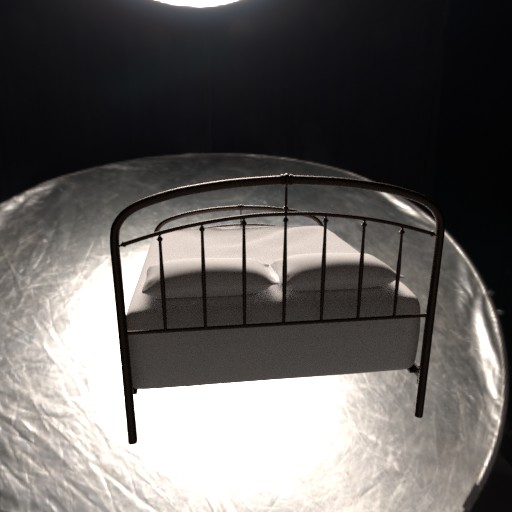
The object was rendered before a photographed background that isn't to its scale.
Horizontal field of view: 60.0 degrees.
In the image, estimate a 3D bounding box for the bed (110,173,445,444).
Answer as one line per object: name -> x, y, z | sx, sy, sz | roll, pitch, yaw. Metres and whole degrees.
bed -> 0.000, 0.000, 3.324 | 1.711, 1.425, 2.180 | -2, 16, -8
